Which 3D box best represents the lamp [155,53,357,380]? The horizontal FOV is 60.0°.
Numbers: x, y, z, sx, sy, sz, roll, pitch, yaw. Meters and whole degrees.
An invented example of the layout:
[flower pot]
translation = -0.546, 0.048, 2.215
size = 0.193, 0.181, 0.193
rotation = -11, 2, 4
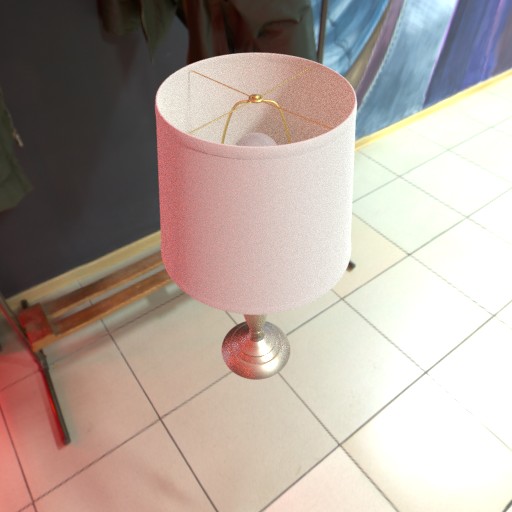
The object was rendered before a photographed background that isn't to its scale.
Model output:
[lamp]
translation = 0.000, 0.000, 0.805
size = 0.328, 0.619, 0.328
rotation = 0, 46, 0
